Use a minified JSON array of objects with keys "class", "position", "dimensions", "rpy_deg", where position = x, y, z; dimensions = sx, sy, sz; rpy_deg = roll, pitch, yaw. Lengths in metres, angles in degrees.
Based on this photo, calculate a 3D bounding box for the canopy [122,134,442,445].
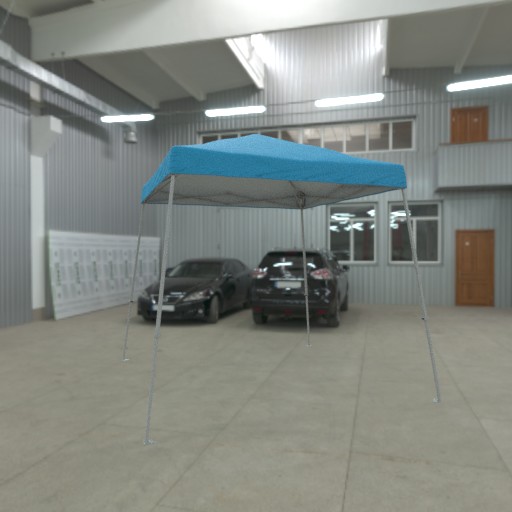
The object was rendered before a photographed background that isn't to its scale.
[{"class":"canopy","position":[0.000,0.000,5.186],"dimensions":[2.849,2.850,2.850],"rpy_deg":[0,0,-20]}]
